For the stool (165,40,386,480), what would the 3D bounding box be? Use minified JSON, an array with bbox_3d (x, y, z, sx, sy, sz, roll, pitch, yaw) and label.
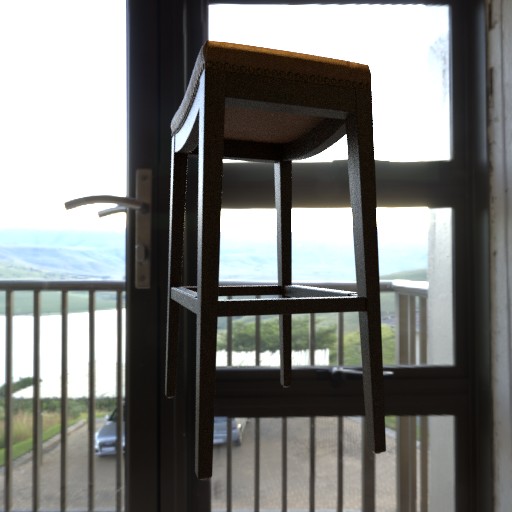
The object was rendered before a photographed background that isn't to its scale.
[{"bbox_3d":[0.000,0.000,1.031,0.361,0.759,0.500,0,-1,-18],"label":"stool"}]
